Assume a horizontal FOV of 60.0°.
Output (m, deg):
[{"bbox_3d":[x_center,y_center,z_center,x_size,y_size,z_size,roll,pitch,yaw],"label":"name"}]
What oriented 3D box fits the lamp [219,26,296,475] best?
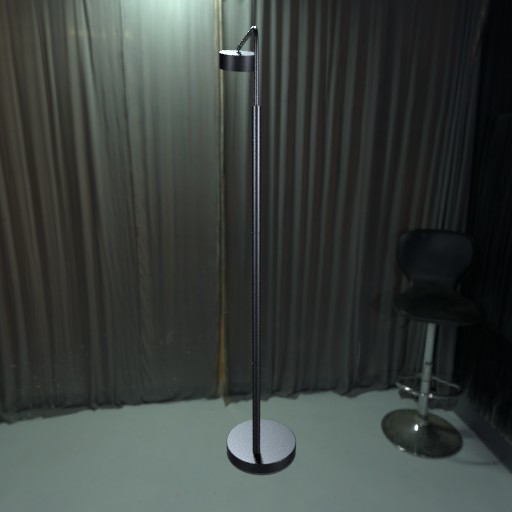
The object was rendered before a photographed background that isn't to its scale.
[{"bbox_3d":[0.000,0.000,1.353,0.219,1.230,0.418,-2,15,-9],"label":"lamp"}]
